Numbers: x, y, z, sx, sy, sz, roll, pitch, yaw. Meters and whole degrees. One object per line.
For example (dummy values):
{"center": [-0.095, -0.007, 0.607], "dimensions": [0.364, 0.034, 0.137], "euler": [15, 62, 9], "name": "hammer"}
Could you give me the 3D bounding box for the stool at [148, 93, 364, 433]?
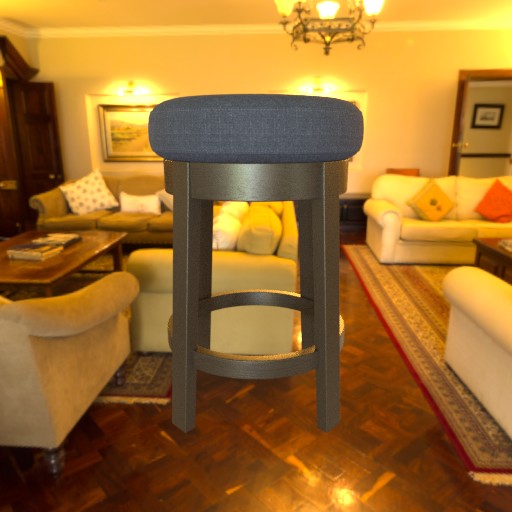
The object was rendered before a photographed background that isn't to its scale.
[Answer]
{"center": [0.000, 0.000, 0.975], "dimensions": [0.449, 0.655, 0.449], "euler": [0, 15, 0], "name": "stool"}
